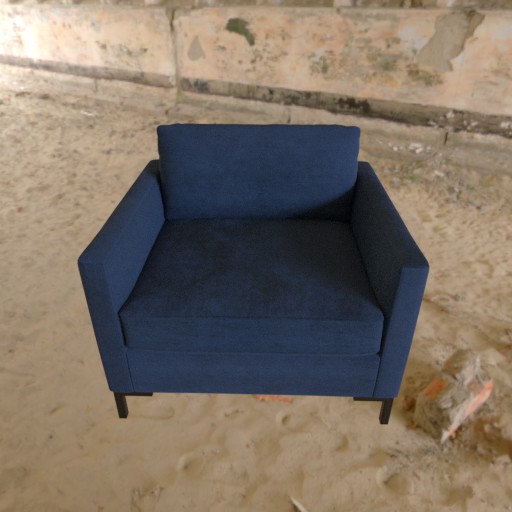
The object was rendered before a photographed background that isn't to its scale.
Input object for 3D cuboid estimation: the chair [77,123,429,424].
[{"bbox_3d":[0.000,0.000,1.619,0.964,0.812,0.875,1,31,1],"label":"chair"}]
